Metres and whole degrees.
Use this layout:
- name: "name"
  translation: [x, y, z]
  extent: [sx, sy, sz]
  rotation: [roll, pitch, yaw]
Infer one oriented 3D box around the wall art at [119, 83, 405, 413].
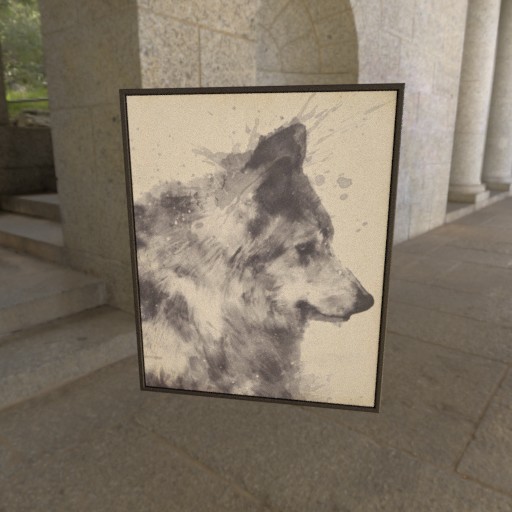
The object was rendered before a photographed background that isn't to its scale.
- name: "wall art"
  translation: [0.000, 0.000, 0.769]
  extent: [0.451, 0.551, 0.028]
  rotation: [2, 14, 9]
